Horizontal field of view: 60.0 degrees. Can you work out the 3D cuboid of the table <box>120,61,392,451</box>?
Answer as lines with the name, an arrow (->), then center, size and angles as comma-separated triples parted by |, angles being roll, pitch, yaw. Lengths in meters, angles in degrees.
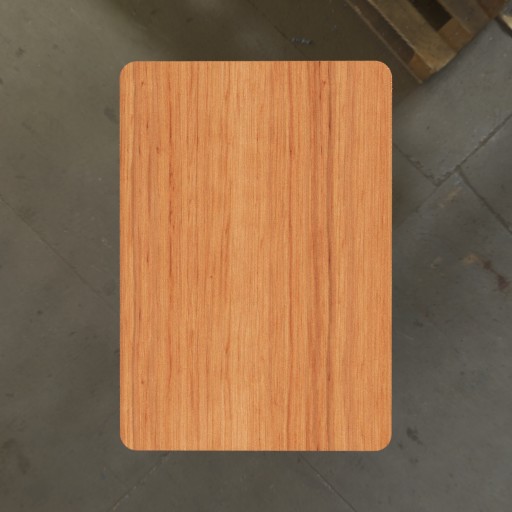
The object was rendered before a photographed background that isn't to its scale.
table -> 0.000, 0.000, 1.355 | 0.696, 0.445, 0.997 | 0, 90, 0
